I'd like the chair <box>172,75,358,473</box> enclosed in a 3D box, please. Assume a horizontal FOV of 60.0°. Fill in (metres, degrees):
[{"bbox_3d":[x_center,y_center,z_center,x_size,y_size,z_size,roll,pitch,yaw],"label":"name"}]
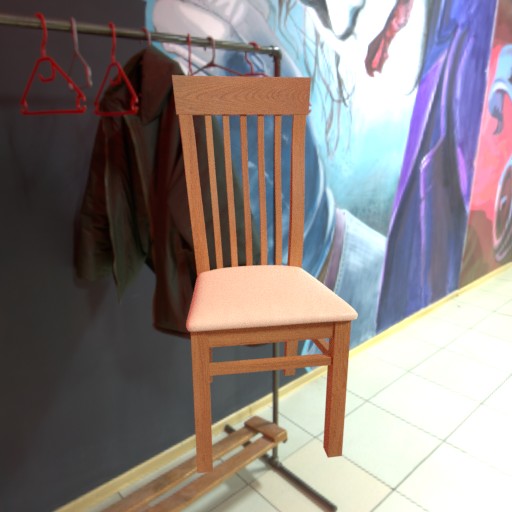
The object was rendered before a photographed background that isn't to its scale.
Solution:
[{"bbox_3d":[0.000,0.000,1.333,0.450,1.050,0.580,-3,17,-9],"label":"chair"}]
